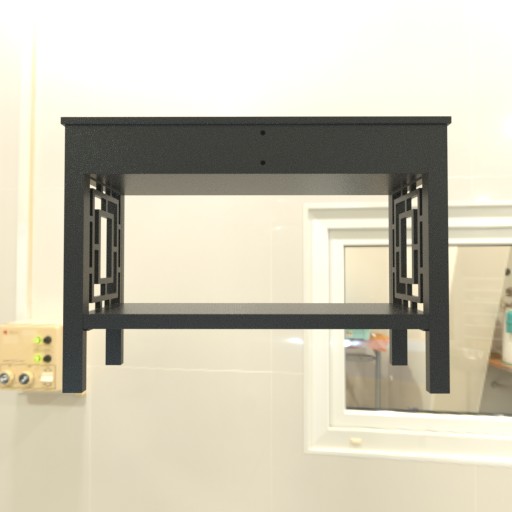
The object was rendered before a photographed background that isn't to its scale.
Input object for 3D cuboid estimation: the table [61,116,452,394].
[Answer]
[{"bbox_3d":[0.000,0.000,1.399,1.068,0.753,0.397,0,-1,0],"label":"table"}]
